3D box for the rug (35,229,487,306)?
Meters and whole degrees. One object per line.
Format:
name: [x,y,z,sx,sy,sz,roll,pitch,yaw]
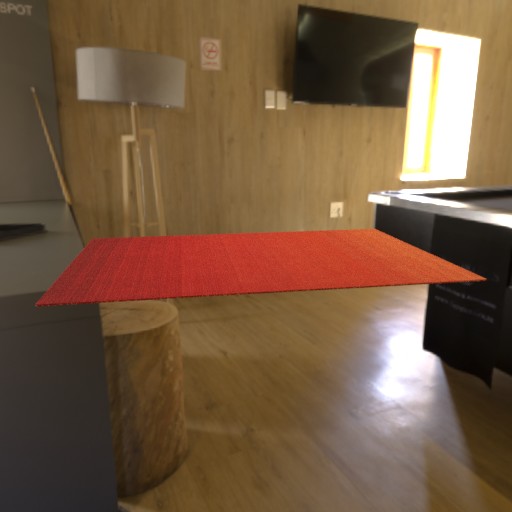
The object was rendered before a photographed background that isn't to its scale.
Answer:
rug: [0.000,0.000,3.077,2.442,0.010,1.531,-2,15,-9]
